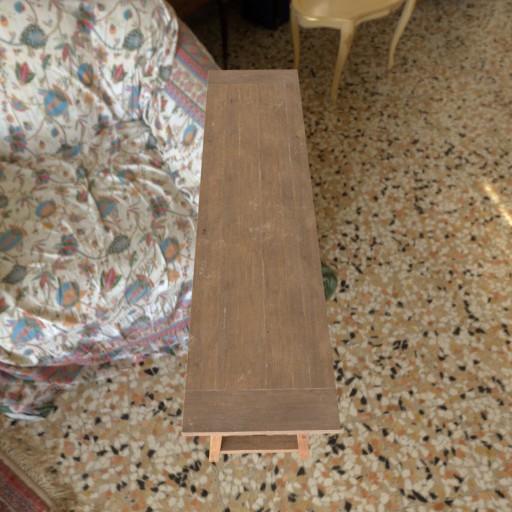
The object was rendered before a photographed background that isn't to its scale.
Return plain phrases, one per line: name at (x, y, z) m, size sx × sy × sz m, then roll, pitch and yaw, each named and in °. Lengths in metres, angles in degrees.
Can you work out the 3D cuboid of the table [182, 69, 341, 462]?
table at (0.000, 0.000, 2.134) m, size 0.465 × 0.810 × 1.800 m, roll -1°, pitch 55°, yaw -1°
